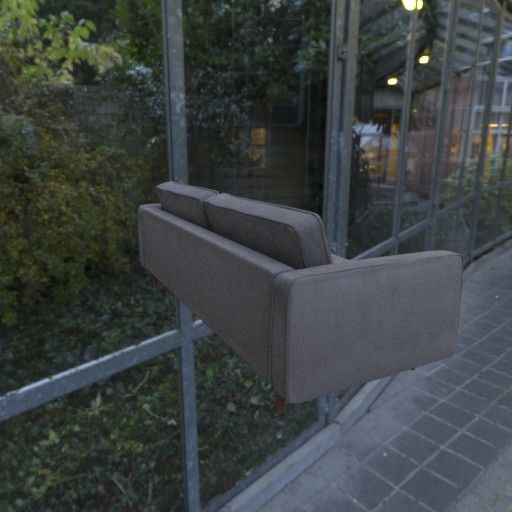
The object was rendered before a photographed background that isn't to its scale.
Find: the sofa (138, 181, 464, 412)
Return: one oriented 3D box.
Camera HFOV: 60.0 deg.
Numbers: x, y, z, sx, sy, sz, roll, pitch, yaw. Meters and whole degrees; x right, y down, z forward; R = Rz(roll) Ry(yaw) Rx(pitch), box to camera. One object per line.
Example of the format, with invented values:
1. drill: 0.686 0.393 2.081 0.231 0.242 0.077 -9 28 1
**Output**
1. sofa: 0.000 0.000 2.723 0.923 0.813 2.295 -7 16 -27
